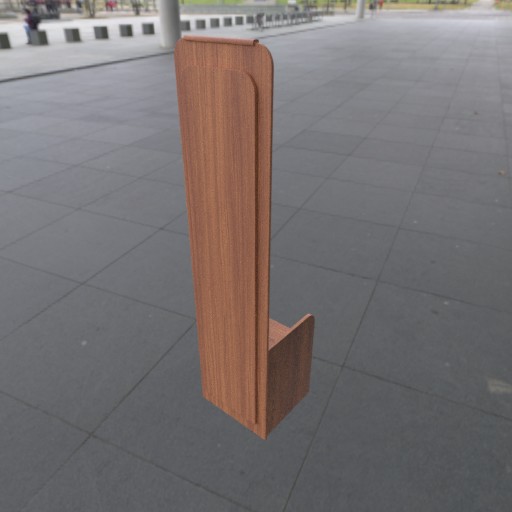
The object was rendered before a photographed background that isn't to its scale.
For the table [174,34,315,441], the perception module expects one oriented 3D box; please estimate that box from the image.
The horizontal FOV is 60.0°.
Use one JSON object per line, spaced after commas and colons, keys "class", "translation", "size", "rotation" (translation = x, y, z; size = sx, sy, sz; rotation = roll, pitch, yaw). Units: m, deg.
{"class": "table", "translation": [0.000, 0.000, 2.038], "size": [0.450, 1.830, 0.420], "rotation": [23, 37, 34]}
